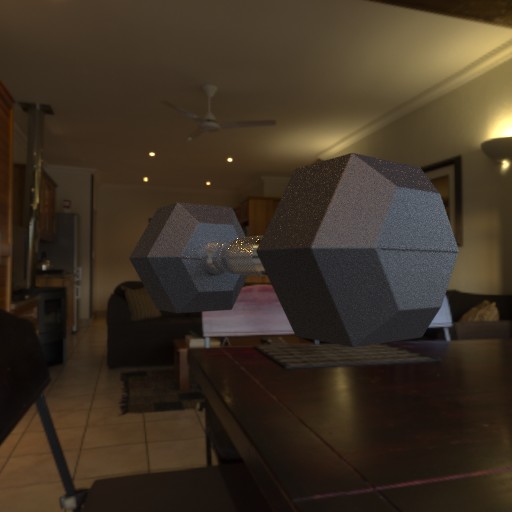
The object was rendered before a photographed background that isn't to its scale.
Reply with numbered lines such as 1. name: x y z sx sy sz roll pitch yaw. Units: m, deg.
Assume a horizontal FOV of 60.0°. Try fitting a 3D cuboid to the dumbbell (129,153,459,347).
1. dumbbell: 0.000 0.000 0.321 0.106 0.092 0.272 1 -2 -35
